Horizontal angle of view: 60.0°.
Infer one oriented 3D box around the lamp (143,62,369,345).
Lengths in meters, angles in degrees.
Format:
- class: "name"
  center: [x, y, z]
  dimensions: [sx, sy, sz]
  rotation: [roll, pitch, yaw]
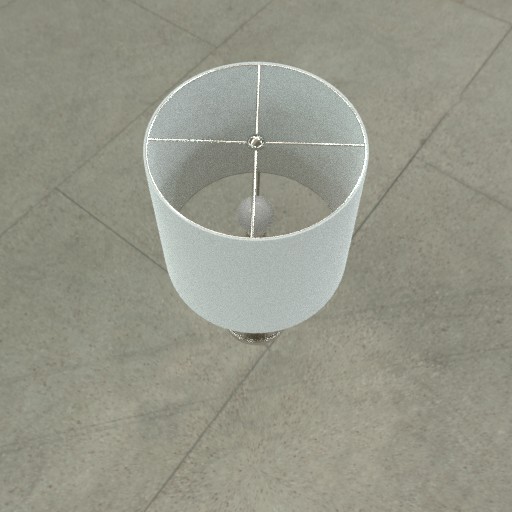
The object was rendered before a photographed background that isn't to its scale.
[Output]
- class: "lamp"
  center: [0.000, 0.000, 0.783]
  dimensions: [0.303, 0.618, 0.303]
  rotation: [0, 64, 0]
